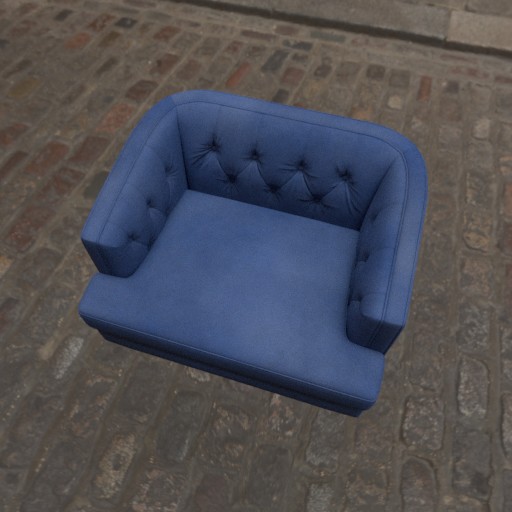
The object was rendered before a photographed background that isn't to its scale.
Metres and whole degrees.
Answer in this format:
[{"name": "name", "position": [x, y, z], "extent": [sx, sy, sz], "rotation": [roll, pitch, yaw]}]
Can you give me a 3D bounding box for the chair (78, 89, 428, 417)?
[{"name": "chair", "position": [0.000, 0.000, 1.783], "extent": [1.118, 0.787, 0.914], "rotation": [15, 59, 9]}]
